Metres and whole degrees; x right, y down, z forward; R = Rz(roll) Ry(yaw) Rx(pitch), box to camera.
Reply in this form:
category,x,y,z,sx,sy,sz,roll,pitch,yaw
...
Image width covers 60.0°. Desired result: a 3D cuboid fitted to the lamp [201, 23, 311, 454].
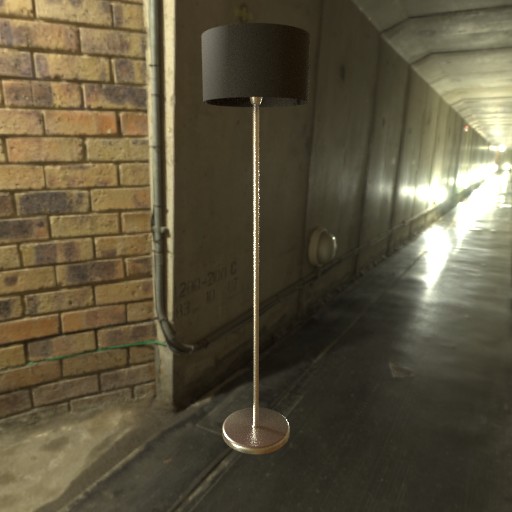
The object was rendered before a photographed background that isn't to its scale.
category,x,y,z,sx,sy,sz,roll,pitch,yaw
lamp,0.000,0.000,1.595,0.348,1.443,0.348,-2,14,-8
